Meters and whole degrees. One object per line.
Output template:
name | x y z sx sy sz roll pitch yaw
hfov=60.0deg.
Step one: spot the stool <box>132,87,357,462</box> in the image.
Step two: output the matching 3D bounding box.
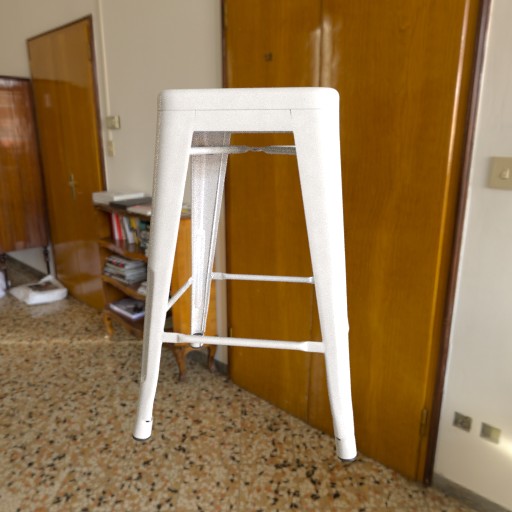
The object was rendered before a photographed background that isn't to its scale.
stool | 0.000 0.000 0.894 0.406 0.610 0.406 2 15 8
